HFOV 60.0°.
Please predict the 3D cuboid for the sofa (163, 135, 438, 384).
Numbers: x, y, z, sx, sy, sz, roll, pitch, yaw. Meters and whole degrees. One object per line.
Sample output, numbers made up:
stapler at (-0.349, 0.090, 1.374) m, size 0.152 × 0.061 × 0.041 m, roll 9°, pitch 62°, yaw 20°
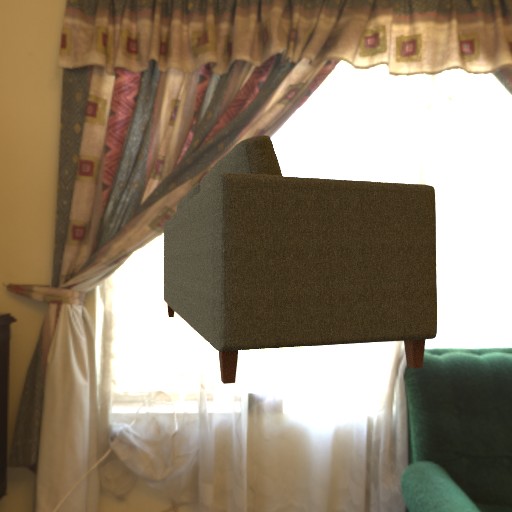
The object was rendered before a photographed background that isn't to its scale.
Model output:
sofa at (0.000, 0.000, 2.725) m, size 0.948 × 0.965 × 2.208 m, roll 0°, pitch -1°, yaw -17°
